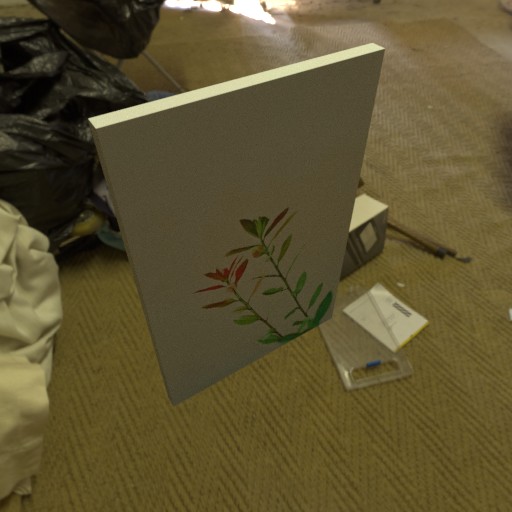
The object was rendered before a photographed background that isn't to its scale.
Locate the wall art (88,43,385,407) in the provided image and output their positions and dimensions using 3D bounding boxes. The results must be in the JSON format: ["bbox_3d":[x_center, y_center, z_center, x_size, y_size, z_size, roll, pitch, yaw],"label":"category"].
[{"bbox_3d":[0.000,0.000,1.134,0.612,0.915,0.039,-24,50,-23],"label":"wall art"}]
